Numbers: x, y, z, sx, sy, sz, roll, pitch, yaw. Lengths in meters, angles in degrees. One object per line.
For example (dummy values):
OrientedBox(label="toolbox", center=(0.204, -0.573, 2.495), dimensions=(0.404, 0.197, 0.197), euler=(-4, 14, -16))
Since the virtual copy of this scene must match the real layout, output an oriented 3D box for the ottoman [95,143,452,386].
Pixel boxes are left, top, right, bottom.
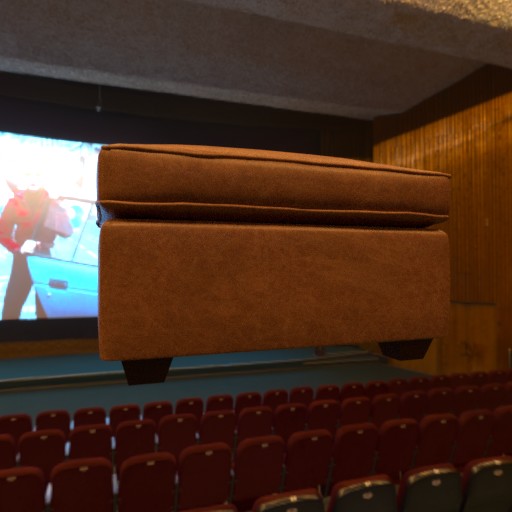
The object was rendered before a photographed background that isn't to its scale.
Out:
OrientedBox(label="ottoman", center=(0.000, 0.000, 1.106), dimensions=(0.756, 0.468, 0.554), euler=(0, -1, -20))
